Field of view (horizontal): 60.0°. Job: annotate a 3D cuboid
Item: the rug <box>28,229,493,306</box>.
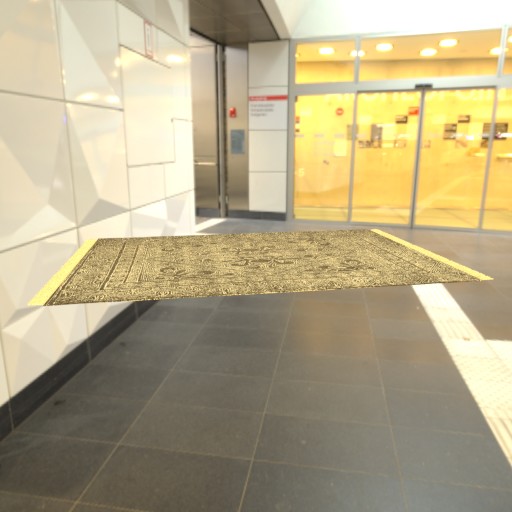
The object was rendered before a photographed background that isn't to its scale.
[{"bbox_3d":[0.000,0.000,2.991,2.440,0.010,1.529,-2,14,-10],"label":"rug"}]
